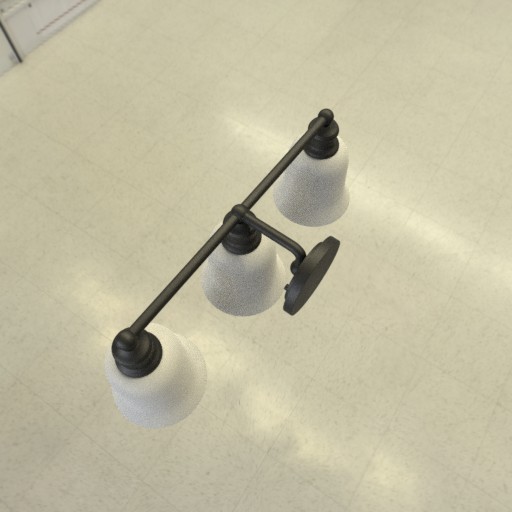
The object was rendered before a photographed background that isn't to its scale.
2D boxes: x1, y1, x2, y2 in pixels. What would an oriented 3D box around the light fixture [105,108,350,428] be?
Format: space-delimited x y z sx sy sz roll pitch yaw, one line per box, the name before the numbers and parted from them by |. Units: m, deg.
light fixture | 0.000 0.000 0.657 0.198 0.211 0.570 33 67 16
